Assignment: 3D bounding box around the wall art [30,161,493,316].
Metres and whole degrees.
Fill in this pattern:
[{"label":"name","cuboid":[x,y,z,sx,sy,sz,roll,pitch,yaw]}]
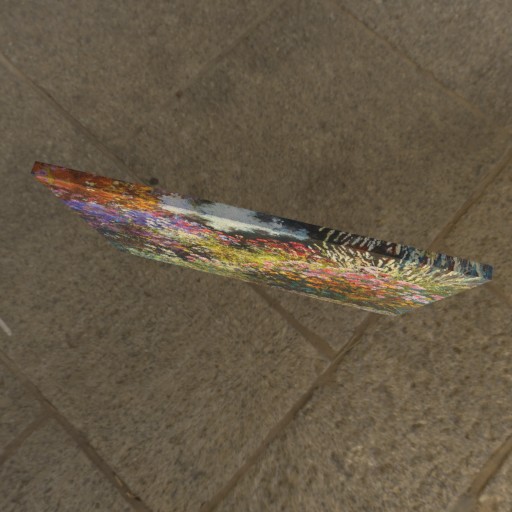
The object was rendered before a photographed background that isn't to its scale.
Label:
[{"label":"wall art","cuboid":[0.000,0.000,1.433,1.136,0.760,0.042,13,76,3]}]
